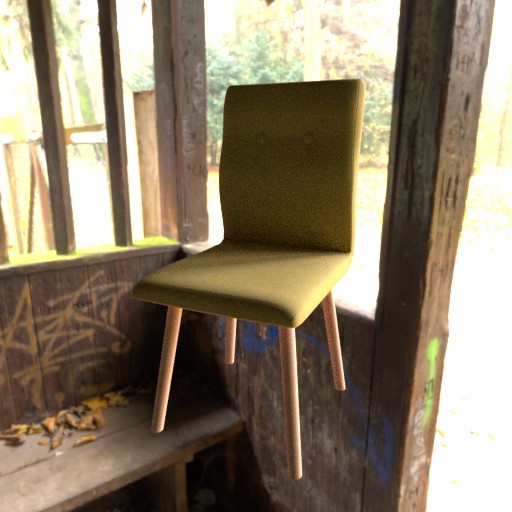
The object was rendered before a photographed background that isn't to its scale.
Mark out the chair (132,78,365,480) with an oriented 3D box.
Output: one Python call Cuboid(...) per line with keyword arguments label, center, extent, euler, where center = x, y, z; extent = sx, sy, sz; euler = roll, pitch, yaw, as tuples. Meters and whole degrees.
Cuboid(label="chair", center=(0.000, 0.000, 1.243), extent=(0.450, 0.965, 0.550), euler=(7, 17, 24))
